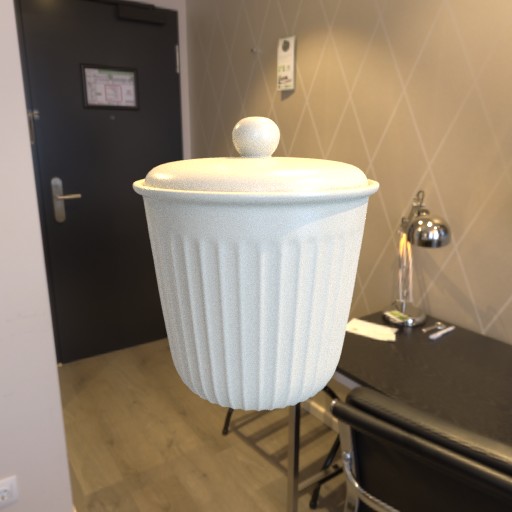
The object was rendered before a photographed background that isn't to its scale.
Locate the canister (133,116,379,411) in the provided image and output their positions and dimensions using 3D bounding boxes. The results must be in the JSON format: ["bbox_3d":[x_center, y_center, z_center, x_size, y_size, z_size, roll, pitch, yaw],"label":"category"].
[{"bbox_3d":[0.000,0.000,0.351,0.181,0.211,0.181,0,14,0],"label":"canister"}]
